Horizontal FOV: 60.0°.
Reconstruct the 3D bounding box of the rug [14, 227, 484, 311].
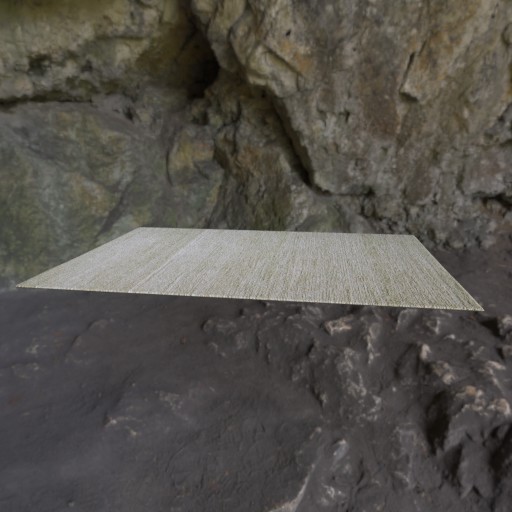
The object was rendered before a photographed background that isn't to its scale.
[{"bbox_3d":[0.000,0.000,2.876,2.270,0.017,1.606,2,15,8],"label":"rug"}]
